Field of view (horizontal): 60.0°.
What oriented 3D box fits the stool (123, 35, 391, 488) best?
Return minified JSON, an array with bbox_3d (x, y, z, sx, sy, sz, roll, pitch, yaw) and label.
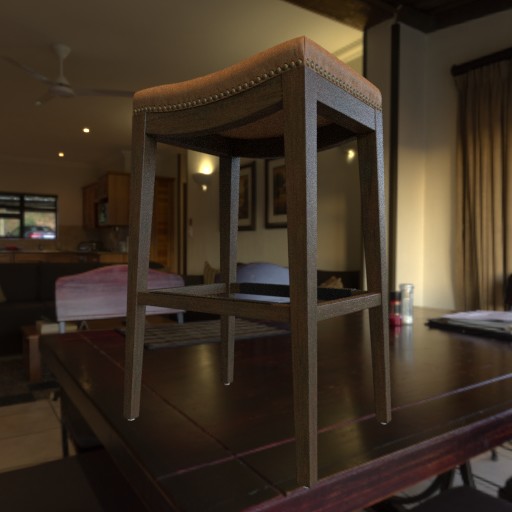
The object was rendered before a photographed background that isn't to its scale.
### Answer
[{"bbox_3d":[0.000,0.000,1.011,0.500,0.759,0.361,1,1,38],"label":"stool"}]
